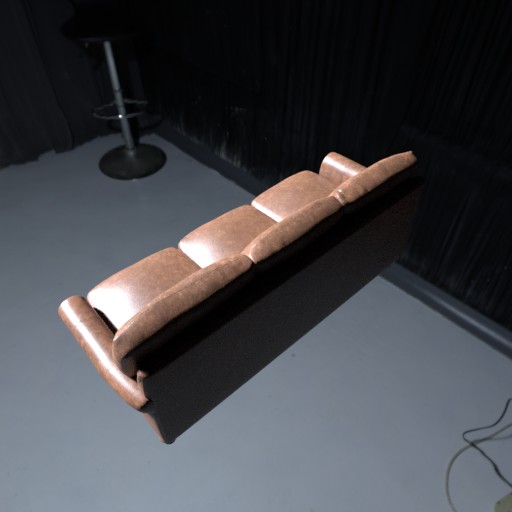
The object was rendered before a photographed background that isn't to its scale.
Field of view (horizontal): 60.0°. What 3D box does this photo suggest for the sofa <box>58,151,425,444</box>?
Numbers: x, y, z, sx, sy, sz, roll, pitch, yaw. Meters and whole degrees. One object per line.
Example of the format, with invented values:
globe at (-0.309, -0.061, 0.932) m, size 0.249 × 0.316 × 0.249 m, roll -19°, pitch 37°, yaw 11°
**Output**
sofa at (0.000, 0.000, 2.879) m, size 2.351 × 0.977 × 0.973 m, roll -33°, pitch 54°, yaw -28°
